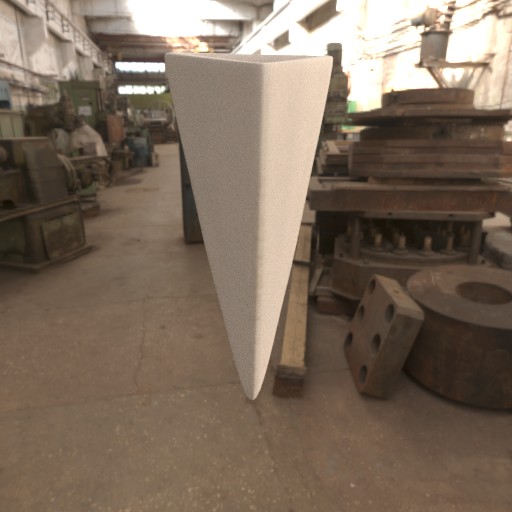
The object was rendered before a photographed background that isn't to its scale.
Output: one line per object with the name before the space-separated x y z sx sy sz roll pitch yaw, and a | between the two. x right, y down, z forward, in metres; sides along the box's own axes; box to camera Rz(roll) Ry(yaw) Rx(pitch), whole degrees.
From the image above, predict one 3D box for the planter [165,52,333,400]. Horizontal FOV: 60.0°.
planter | 0.000 0.000 0.396 0.143 0.338 0.065 -3 18 -8
